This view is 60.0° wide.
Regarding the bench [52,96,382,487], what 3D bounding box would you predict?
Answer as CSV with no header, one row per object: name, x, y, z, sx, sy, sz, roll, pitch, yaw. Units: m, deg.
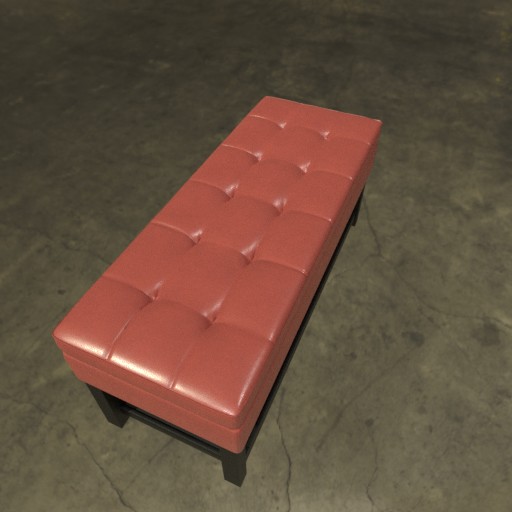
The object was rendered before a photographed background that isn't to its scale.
bench,0.000,0.000,1.326,0.432,0.460,1.105,18,50,16
